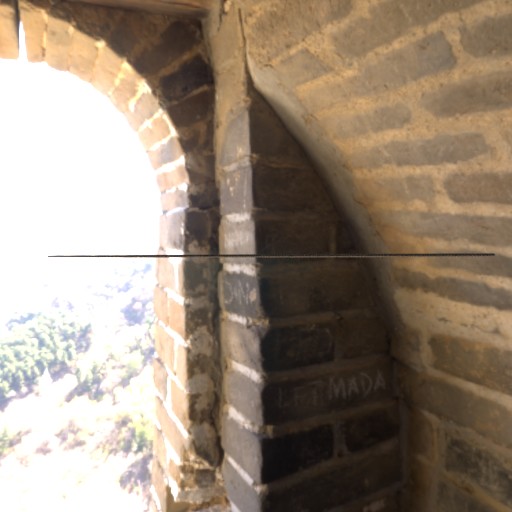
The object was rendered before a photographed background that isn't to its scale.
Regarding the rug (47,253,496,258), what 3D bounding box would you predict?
[{"bbox_3d":[0.000,0.000,2.646,2.430,0.012,0.759,0,-1,19],"label":"rug"}]
